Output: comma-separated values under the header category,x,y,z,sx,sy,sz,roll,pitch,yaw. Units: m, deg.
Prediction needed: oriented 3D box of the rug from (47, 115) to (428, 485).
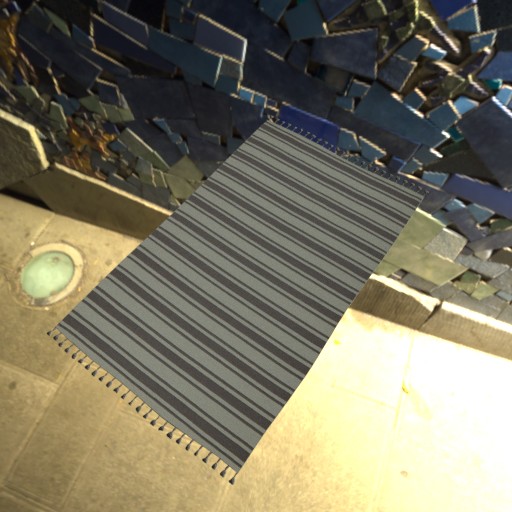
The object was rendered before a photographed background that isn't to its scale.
category,x,y,z,sx,sy,sz,roll,pitch,yaw
rug,0.000,0.000,2.582,1.229,0.011,2.096,32,63,18
